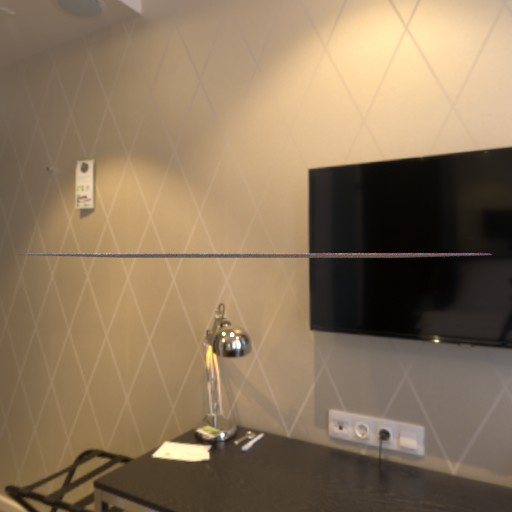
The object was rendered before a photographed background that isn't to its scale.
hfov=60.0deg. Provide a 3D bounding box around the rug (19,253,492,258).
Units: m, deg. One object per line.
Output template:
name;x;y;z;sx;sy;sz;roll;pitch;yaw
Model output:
rug;0.000;0.000;3.705;2.896;0.013;2.007;0;-1;0
